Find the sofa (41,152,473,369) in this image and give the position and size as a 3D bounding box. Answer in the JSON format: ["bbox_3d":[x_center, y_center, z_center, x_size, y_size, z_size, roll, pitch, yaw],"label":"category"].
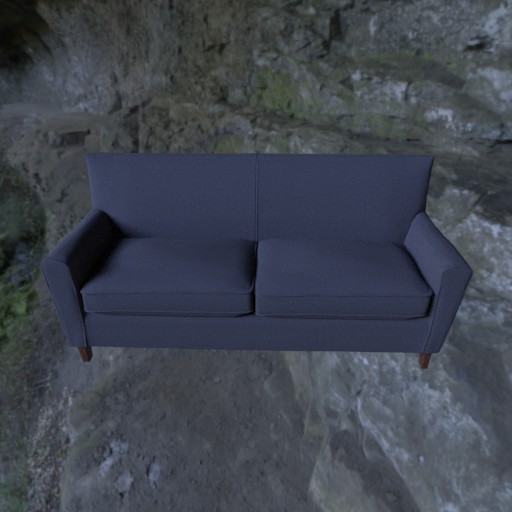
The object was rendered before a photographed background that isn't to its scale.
[{"bbox_3d":[0.000,0.000,2.415,2.002,0.907,0.843,1,30,1],"label":"sofa"}]
